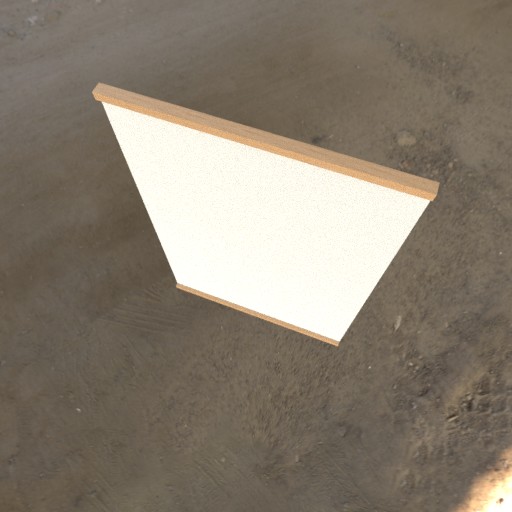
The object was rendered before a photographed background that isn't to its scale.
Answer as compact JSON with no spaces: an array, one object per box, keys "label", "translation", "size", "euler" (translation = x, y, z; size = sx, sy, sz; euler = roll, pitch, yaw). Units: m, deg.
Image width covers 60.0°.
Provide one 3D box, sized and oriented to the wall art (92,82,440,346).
[{"label":"wall art","translation":[0.000,0.000,1.272],"size":[0.669,1.020,0.027],"euler":[19,66,9]}]
